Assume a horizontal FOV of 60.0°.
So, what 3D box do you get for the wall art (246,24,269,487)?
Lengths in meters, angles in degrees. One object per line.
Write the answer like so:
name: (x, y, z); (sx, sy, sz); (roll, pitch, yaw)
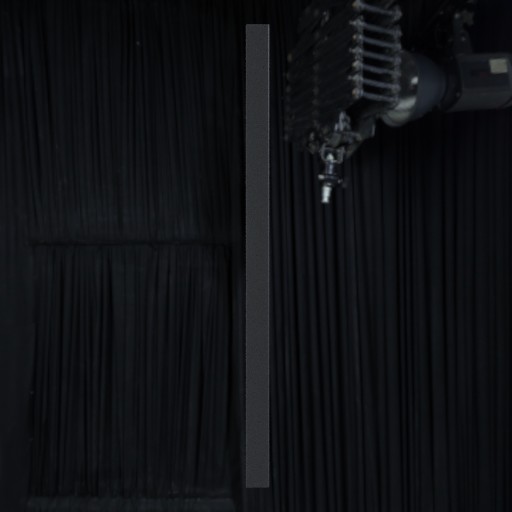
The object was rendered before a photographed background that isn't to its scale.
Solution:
wall art: (0.000, 0.000, 1.108); (0.037, 0.760, 0.762); (0, 0, 0)
